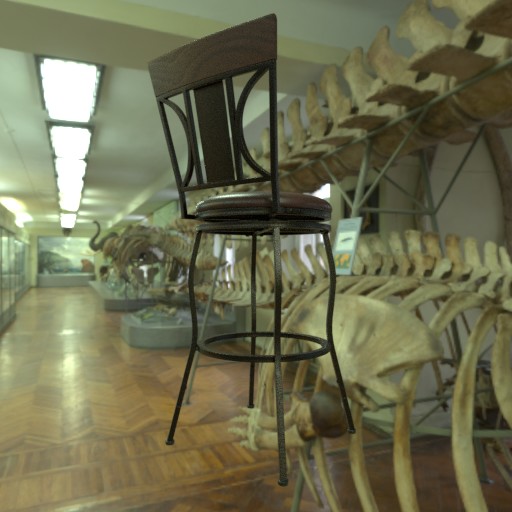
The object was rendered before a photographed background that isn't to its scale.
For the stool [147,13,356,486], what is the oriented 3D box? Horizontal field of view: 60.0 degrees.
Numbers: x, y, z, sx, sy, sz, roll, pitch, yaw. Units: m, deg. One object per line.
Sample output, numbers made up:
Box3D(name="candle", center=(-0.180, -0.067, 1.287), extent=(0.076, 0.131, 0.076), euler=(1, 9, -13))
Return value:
Box3D(name="stool", center=(0.000, 0.000, 1.350), extent=(0.448, 1.130, 0.513), euler=(0, -1, 36))
